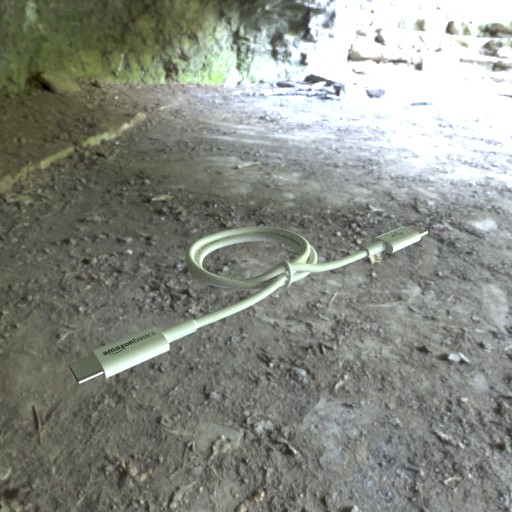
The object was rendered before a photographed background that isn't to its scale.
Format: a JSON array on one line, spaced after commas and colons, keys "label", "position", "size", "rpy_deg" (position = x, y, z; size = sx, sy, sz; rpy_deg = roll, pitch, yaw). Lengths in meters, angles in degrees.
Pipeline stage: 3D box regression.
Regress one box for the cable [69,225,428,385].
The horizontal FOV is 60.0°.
[{"label": "cable", "position": [0.000, 0.000, 0.229], "size": [0.203, 0.014, 0.070], "rpy_deg": [-20, 34, -32]}]
